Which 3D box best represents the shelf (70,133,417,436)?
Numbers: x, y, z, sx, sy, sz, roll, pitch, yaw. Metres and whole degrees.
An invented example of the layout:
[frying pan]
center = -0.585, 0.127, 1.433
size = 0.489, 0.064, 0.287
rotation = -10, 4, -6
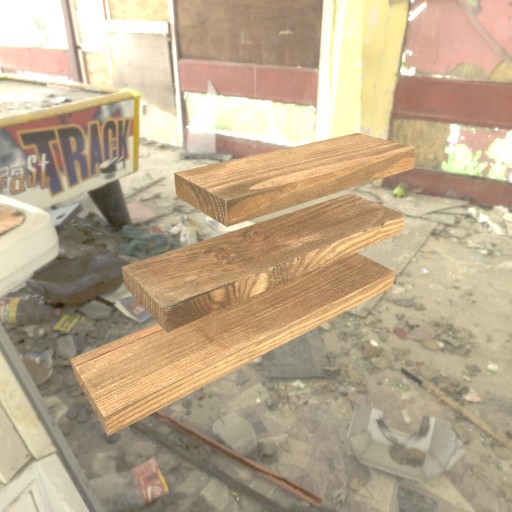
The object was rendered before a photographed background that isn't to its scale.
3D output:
[shelf]
center = 0.000, 0.000, 0.739
size = 0.610, 0.293, 0.140
rotation = -20, 35, -32
